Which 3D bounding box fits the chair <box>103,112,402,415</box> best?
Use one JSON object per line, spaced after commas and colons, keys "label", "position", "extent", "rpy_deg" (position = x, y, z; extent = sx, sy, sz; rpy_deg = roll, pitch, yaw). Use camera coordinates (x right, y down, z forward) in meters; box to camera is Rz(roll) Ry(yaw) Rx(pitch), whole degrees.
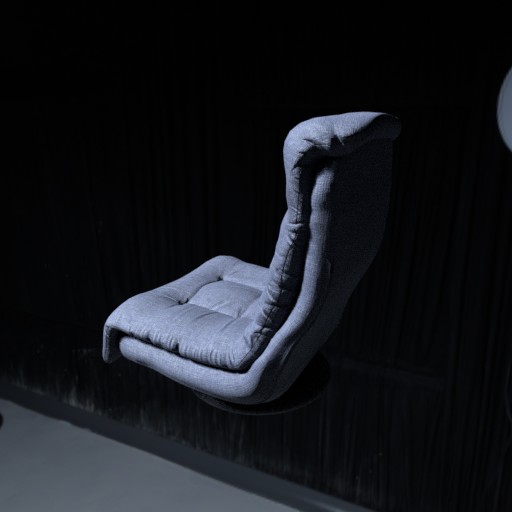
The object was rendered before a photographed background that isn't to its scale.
{"label": "chair", "position": [0.000, 0.000, 1.219], "extent": [0.668, 0.749, 0.597], "rpy_deg": [9, 19, 26]}
